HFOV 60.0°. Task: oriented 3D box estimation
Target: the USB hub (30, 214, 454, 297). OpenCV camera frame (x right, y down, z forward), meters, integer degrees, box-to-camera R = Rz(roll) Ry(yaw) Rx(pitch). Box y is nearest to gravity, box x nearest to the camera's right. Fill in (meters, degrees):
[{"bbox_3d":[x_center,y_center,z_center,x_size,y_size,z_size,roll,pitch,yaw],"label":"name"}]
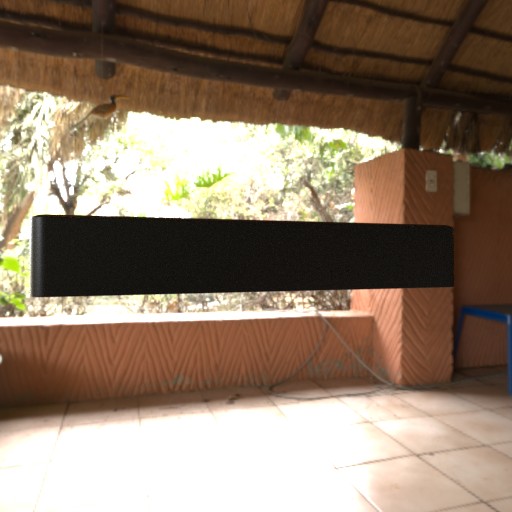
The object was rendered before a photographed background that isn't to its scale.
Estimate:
[{"bbox_3d":[0.000,0.000,0.163,0.145,0.023,0.044,0,0,-18],"label":"USB hub"}]
